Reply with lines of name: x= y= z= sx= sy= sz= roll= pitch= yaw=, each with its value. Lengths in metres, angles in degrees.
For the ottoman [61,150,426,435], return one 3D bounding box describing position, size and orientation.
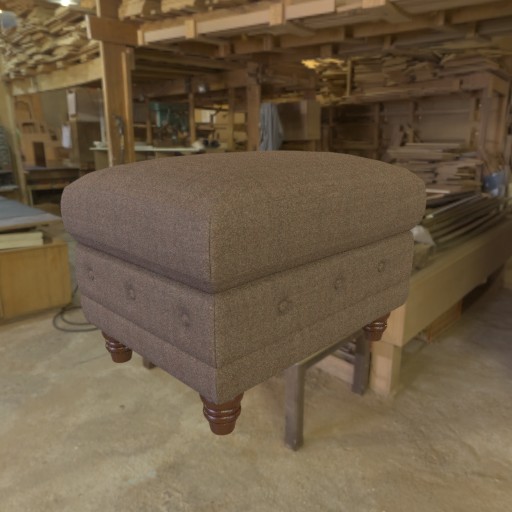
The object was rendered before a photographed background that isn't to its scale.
ottoman: x=0.000 y=0.000 z=1.218 sx=0.599 sy=0.555 sz=0.809 roll=15 pitch=21 yaw=43
